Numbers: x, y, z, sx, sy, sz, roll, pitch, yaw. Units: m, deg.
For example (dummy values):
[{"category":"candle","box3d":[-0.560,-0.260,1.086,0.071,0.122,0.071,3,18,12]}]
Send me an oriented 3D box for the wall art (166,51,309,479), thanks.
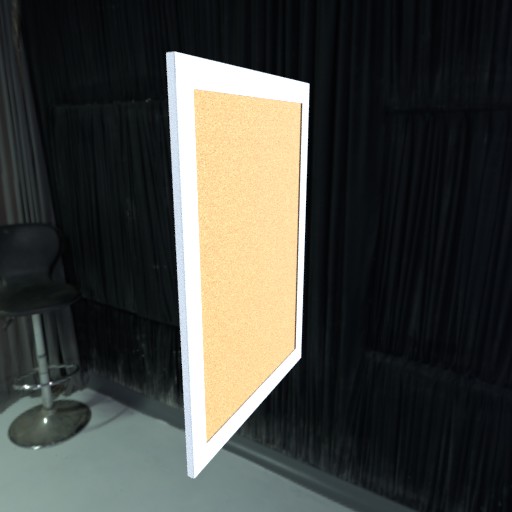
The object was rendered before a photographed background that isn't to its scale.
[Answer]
[{"category":"wall art","box3d":[0.000,0.000,0.685,0.012,0.529,0.374,8,18,27]}]
